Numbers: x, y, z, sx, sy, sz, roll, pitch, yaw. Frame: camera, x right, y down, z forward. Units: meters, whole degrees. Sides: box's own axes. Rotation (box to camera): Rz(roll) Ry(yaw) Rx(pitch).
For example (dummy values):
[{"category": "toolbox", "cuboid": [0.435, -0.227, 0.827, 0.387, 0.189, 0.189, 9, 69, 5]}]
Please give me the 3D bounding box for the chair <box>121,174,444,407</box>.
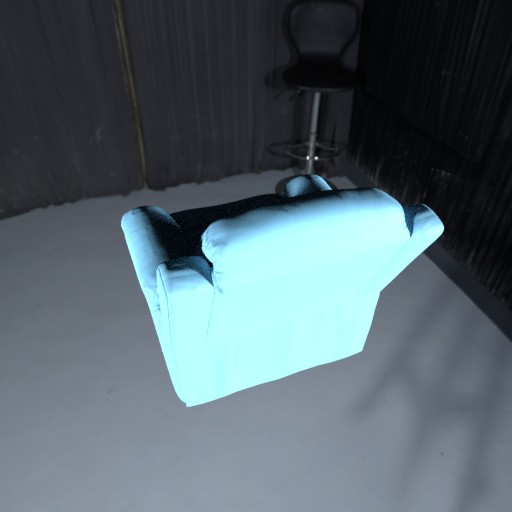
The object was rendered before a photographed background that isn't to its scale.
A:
[{"category": "chair", "cuboid": [0.000, 0.000, 1.260, 0.680, 0.702, 0.709, -13, 42, -15]}]
